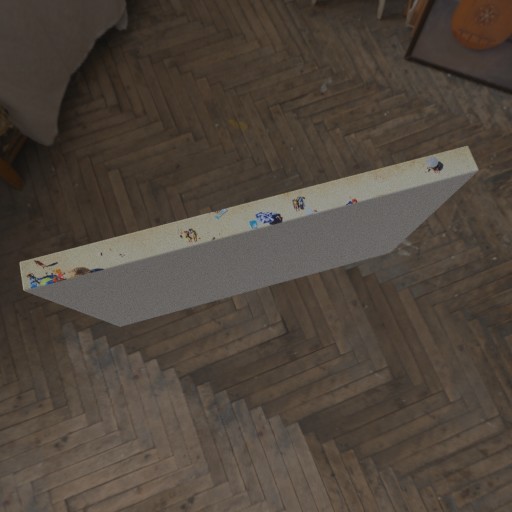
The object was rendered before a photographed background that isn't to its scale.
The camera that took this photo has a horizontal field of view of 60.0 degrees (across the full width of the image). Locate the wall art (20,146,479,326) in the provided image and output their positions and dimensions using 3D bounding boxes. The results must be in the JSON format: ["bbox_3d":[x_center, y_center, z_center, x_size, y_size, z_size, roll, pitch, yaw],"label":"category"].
[{"bbox_3d":[0.000,0.000,0.771,0.609,0.406,0.039,-15,75,-4],"label":"wall art"}]
